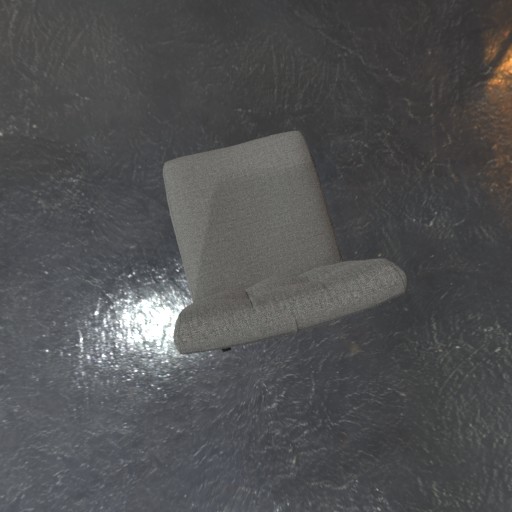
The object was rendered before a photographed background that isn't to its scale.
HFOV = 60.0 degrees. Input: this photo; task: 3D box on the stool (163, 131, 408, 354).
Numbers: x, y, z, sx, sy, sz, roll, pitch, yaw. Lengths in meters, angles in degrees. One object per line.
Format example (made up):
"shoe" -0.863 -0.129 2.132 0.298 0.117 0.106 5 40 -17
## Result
"stool" 0.000 0.000 1.288 0.411 1.047 0.548 -15 76 -4
